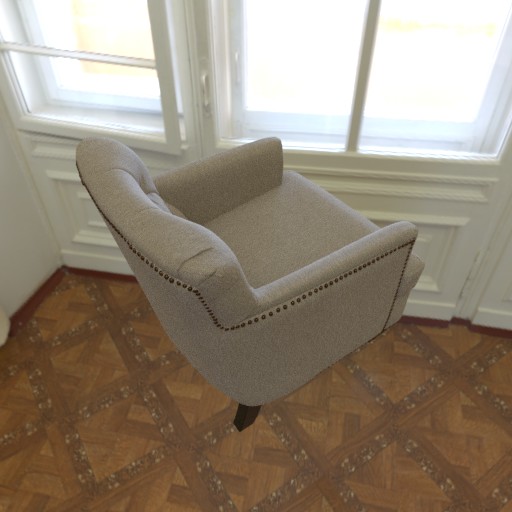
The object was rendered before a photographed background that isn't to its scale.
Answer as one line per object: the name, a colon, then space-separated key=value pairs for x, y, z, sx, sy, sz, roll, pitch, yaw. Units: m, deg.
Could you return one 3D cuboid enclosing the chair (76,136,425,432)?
chair: x=0.000 y=0.000 z=1.498 sx=0.902 sy=0.823 sz=0.737 roll=-25 pitch=47 yaw=-25
